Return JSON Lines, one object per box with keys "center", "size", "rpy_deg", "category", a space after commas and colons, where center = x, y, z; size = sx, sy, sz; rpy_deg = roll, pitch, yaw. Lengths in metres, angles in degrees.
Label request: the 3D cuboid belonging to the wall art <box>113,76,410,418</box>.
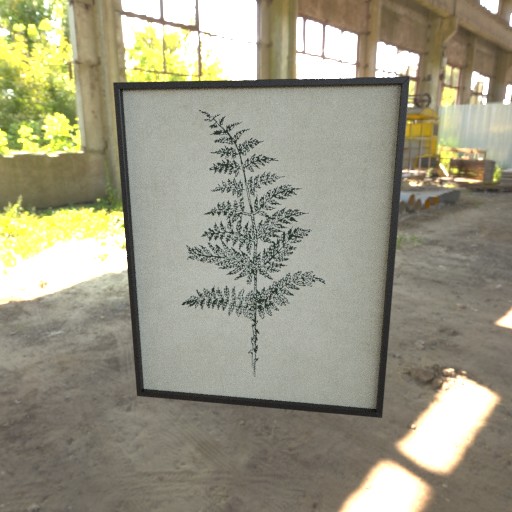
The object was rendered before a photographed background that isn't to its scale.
{"center": [0.000, 0.000, 0.751], "size": [0.449, 0.555, 0.039], "rpy_deg": [2, 15, 8], "category": "wall art"}
